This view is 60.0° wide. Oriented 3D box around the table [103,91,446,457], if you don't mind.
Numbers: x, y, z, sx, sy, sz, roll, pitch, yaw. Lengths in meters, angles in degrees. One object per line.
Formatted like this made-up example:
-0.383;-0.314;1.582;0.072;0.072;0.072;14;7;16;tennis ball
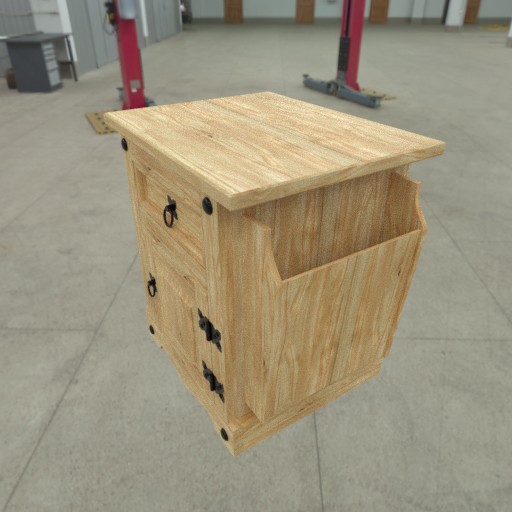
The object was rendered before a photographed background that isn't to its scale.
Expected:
0.000;0.000;0.883;0.380;0.515;0.530;-19;36;-28;table
